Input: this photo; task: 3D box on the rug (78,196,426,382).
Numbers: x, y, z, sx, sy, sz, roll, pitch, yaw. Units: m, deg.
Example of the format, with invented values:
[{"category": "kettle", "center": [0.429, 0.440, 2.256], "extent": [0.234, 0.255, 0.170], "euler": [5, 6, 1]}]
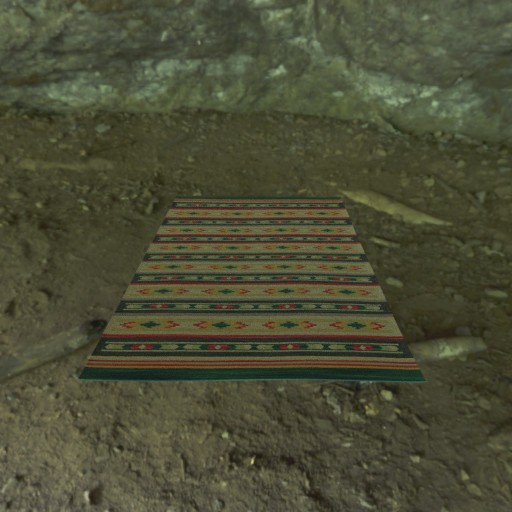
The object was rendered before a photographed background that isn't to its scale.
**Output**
[{"category": "rug", "center": [0.000, 0.000, 3.015], "extent": [1.520, 0.011, 2.447], "euler": [0, 27, 1]}]
